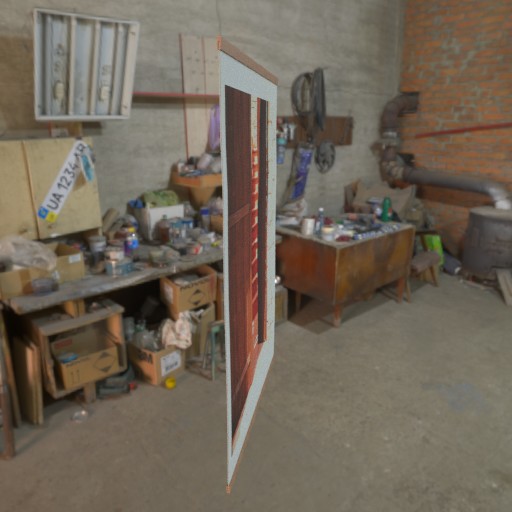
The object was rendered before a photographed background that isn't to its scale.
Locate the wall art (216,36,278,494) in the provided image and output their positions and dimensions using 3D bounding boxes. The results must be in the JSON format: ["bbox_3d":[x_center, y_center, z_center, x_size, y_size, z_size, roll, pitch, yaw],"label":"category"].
[{"bbox_3d":[0.000,0.000,1.893,0.019,1.527,1.019,3,16,11],"label":"wall art"}]
